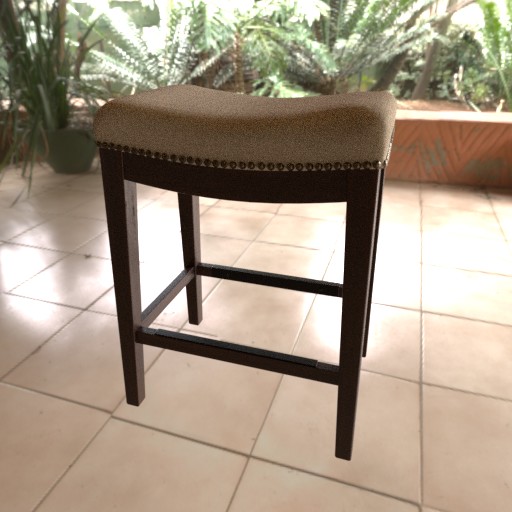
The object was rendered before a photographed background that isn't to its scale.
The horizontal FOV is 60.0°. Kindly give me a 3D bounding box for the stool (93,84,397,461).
[{"bbox_3d":[0.000,0.000,0.955,0.509,0.669,0.363,8,28,16],"label":"stool"}]
